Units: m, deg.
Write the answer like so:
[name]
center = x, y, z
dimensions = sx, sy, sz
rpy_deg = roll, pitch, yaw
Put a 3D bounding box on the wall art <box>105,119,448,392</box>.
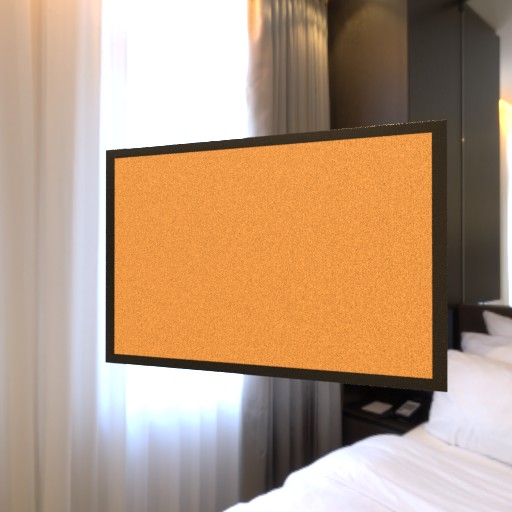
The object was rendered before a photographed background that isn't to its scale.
[wall art]
center = 0.000, 0.000, 1.030
dimensions = 0.819, 0.552, 0.015
rpy_deg = 0, 0, 18
